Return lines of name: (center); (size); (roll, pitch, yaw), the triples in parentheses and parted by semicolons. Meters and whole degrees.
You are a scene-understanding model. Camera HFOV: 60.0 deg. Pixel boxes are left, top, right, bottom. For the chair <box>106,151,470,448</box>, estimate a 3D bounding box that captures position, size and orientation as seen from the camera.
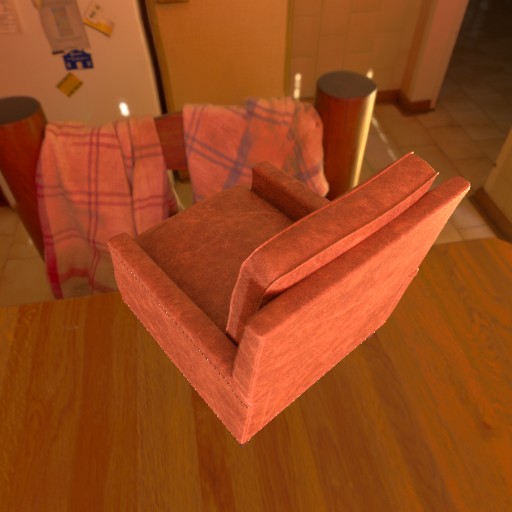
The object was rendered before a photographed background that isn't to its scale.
chair: (0.000, 0.000, 1.745); (0.854, 1.054, 1.035); (-32, 55, -26)
